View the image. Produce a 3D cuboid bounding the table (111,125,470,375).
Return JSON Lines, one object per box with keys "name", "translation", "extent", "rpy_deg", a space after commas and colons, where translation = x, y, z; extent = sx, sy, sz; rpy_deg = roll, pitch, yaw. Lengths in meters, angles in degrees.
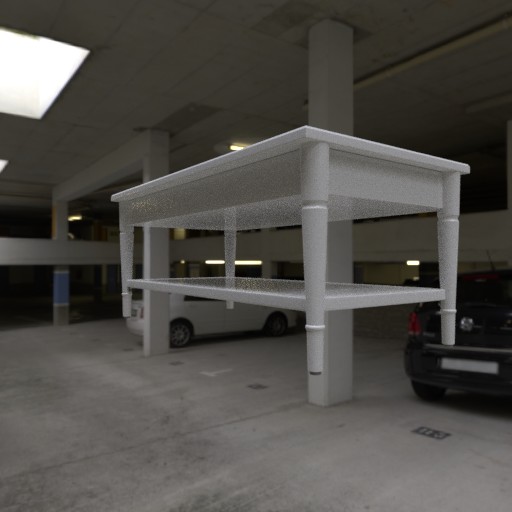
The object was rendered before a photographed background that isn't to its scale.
{"name": "table", "translation": [0.000, 0.000, 1.383], "extent": [0.559, 0.457, 1.067], "rpy_deg": [0, -1, -36]}
